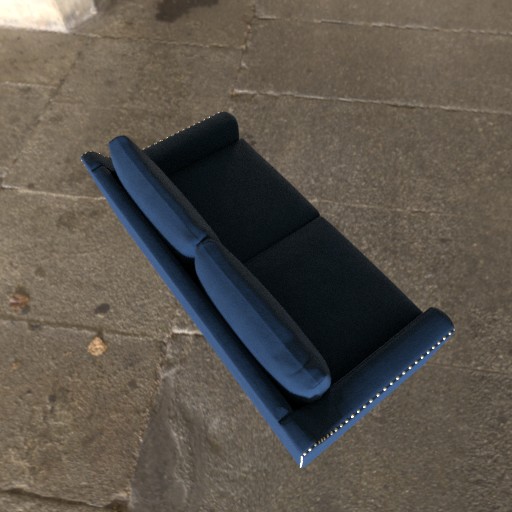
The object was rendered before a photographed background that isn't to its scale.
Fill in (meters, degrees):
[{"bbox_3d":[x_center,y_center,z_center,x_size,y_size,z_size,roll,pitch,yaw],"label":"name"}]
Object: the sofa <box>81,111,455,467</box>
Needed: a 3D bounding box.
[{"bbox_3d":[0.000,0.000,2.685,1.104,0.983,2.107,-32,63,-19],"label":"sofa"}]
